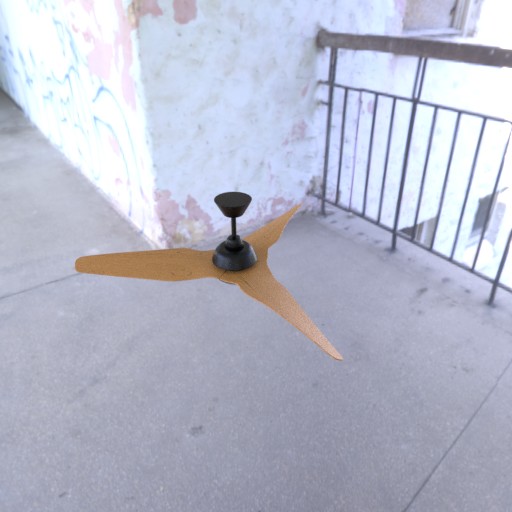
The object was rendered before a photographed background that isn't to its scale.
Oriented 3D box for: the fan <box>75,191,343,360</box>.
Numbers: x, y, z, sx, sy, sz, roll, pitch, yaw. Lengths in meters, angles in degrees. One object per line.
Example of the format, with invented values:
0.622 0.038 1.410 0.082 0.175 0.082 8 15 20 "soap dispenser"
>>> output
0.000 0.000 1.666 1.142 0.355 1.010 -18 35 -28 "fan"
